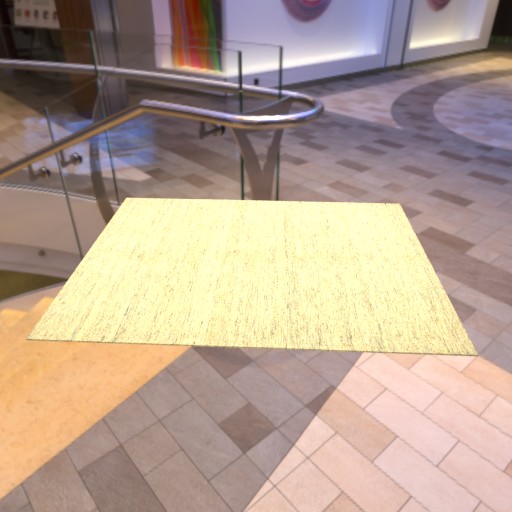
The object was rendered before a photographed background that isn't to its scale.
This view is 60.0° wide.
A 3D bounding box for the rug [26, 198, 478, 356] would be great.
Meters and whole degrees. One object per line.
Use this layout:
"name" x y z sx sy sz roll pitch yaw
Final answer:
"rug" 0.000 0.000 4.158 3.201 0.014 2.437 2 32 2
